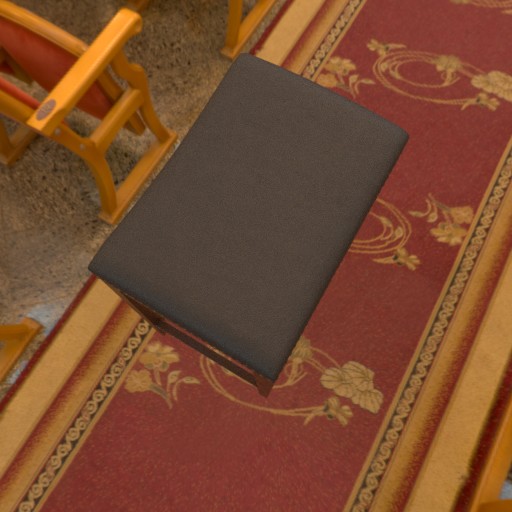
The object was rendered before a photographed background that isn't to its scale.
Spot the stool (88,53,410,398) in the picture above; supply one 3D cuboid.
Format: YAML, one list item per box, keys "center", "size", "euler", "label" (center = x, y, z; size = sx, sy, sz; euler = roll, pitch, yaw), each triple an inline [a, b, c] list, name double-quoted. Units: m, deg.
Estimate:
- center: [0.000, 0.000, 0.959]
  size: [0.353, 0.664, 0.490]
  euler: [29, 76, 8]
  label: "stool"
